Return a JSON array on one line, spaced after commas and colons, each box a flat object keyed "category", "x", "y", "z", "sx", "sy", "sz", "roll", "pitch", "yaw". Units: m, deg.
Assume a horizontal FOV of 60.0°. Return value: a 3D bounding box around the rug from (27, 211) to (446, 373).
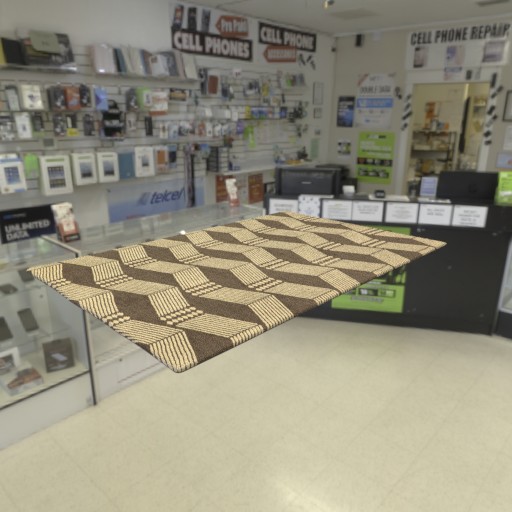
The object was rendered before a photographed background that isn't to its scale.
[{"category": "rug", "x": 0.000, "y": 0.000, "z": 2.278, "sx": 1.833, "sy": 0.016, "sz": 1.210, "roll": -17, "pitch": 25, "yaw": -42}]
